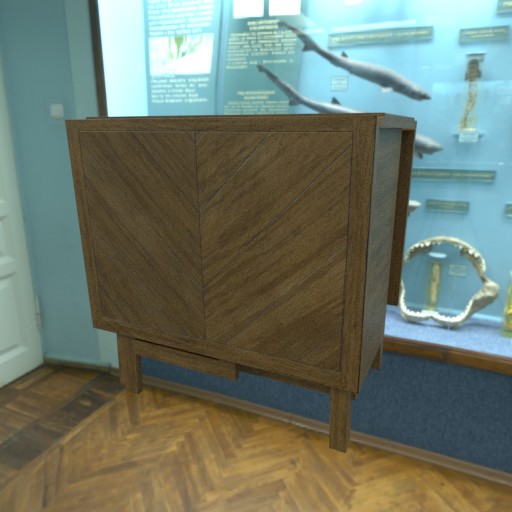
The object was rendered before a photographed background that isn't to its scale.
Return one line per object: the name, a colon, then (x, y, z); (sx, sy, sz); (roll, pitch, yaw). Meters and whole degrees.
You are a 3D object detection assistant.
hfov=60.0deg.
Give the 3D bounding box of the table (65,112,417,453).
table: (0.000, 0.000, 1.277); (0.746, 0.763, 0.591); (8, 18, 25)
